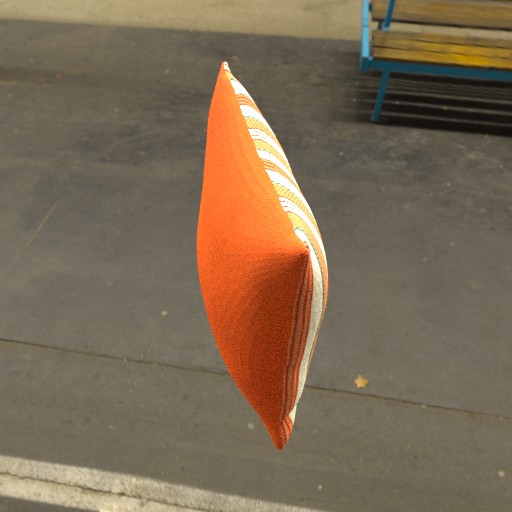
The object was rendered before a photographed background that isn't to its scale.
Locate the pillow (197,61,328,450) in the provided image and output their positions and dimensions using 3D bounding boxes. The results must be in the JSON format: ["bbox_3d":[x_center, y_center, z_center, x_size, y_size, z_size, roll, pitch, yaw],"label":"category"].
[{"bbox_3d":[0.000,0.000,0.691,0.182,0.441,0.440,-9,47,-9],"label":"pillow"}]
